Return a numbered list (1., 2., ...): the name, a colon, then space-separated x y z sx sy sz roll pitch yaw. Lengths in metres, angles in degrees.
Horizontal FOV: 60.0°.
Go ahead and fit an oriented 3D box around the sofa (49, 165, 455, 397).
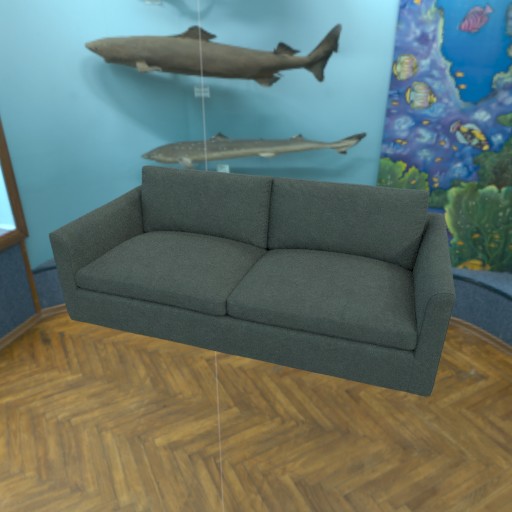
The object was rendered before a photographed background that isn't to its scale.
1. sofa: 0.000 0.000 2.838 2.257 0.838 1.092 8 27 17
